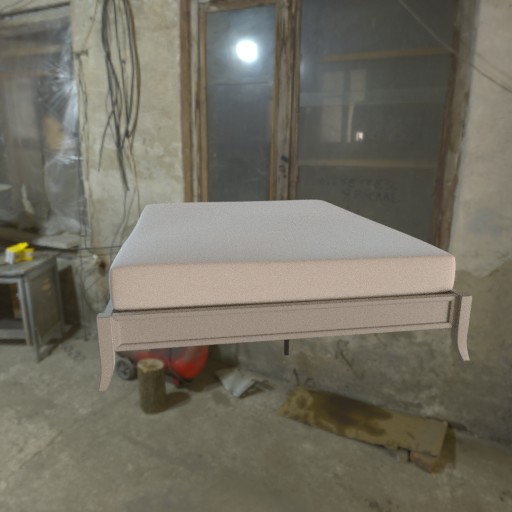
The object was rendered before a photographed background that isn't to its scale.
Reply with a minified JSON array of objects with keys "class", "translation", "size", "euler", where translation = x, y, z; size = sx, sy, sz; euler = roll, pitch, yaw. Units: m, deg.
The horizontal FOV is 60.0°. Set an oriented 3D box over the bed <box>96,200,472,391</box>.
[{"class":"bed","translation":[0.000,0.000,2.814],"size":[1.604,0.510,2.108],"euler":[-2,14,-9]}]
